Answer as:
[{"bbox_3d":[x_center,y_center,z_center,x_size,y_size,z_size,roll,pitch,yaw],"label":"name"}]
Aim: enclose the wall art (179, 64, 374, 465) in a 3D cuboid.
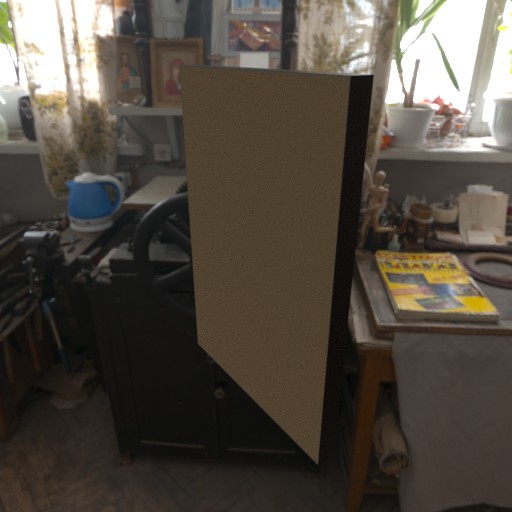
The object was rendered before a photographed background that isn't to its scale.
[{"bbox_3d":[0.000,0.000,0.587,0.031,0.457,0.313,-17,30,-32],"label":"wall art"}]
